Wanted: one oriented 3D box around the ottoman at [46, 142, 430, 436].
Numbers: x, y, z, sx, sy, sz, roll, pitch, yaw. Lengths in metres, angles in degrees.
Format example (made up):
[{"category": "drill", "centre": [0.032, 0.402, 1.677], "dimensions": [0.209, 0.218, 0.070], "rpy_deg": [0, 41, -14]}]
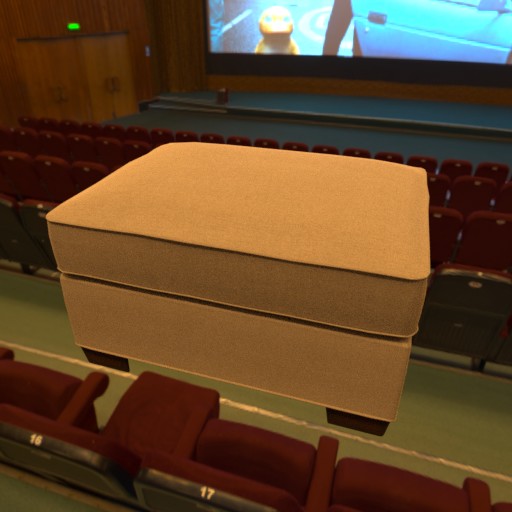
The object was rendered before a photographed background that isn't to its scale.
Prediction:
[{"category": "ottoman", "centre": [0.000, 0.000, 1.239], "dimensions": [0.846, 0.503, 0.617], "rpy_deg": [9, 32, 15]}]
